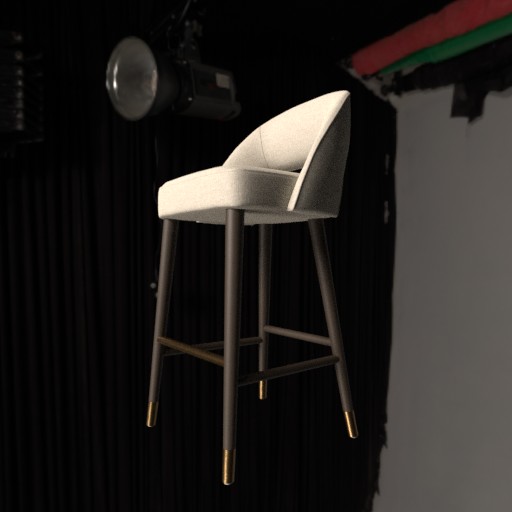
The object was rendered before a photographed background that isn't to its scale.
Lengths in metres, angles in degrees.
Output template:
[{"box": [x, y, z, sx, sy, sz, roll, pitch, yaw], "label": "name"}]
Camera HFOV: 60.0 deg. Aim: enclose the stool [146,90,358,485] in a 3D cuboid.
[{"box": [0.000, 0.000, 1.329, 0.509, 1.037, 0.494, 0, 0, -37], "label": "stool"}]
